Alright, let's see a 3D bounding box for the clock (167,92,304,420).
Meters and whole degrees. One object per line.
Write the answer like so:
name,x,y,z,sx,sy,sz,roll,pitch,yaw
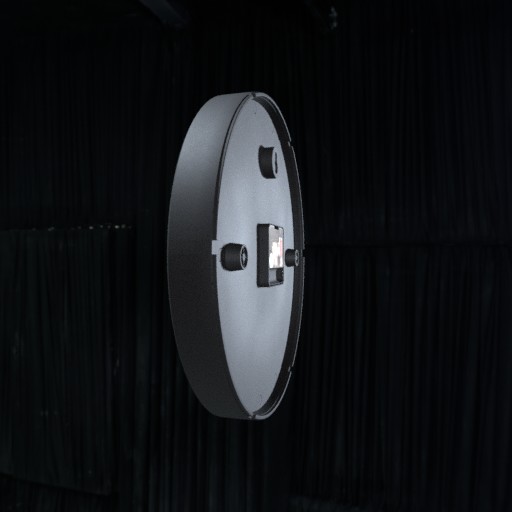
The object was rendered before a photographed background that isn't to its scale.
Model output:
clock,0.000,0.000,0.423,0.040,0.293,0.293,0,0,17
